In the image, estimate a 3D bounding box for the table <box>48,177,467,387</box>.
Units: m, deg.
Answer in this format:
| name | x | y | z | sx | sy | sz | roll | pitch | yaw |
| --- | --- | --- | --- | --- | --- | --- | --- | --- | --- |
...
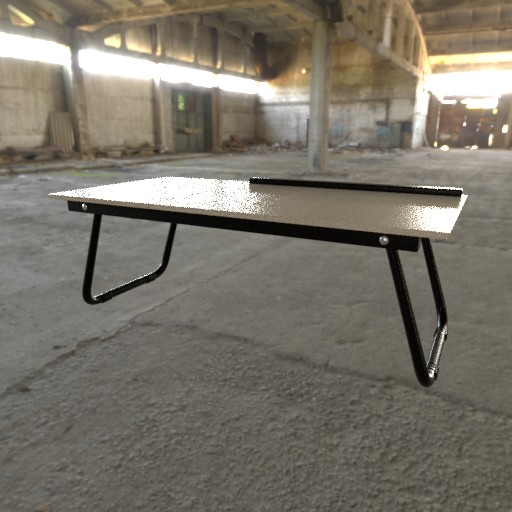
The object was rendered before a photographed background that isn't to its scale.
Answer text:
| name | x | y | z | sx | sy | sz | roll | pitch | yaw |
| --- | --- | --- | --- | --- | --- | --- | --- | --- | --- |
| table | 0.000 | 0.000 | 0.788 | 0.644 | 0.242 | 0.322 | 8 | 18 | 27 |
